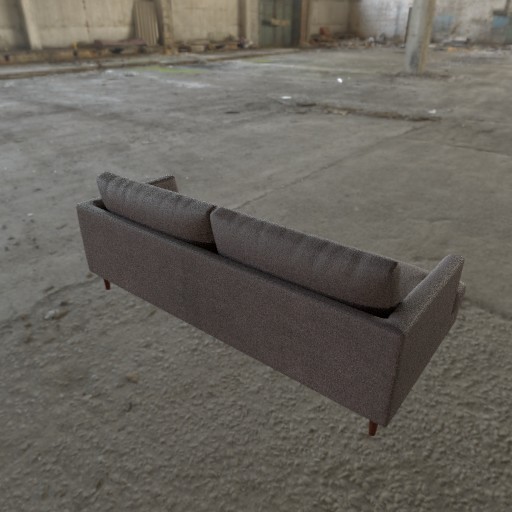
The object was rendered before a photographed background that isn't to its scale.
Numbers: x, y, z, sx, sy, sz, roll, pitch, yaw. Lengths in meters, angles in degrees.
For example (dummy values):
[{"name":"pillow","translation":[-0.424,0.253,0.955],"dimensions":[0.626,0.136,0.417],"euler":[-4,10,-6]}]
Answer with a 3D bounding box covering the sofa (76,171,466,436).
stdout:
[{"name":"sofa","translation":[0.000,0.000,2.750],"dimensions":[2.250,0.868,1.020],"euler":[20,34,33]}]
